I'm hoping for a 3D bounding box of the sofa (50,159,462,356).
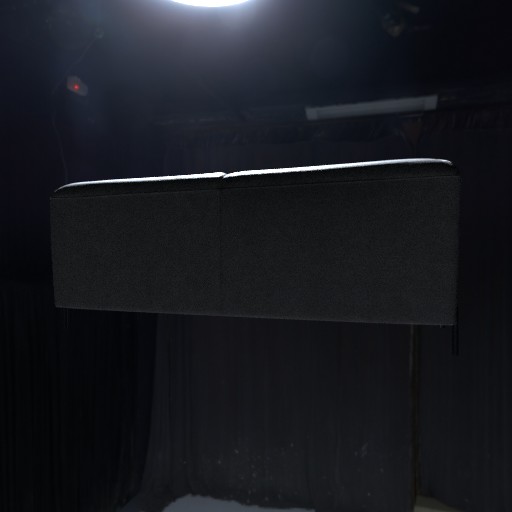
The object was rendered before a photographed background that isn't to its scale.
[{"bbox_3d":[0.000,0.000,2.286,1.878,0.747,0.905,0,0,19],"label":"sofa"}]
